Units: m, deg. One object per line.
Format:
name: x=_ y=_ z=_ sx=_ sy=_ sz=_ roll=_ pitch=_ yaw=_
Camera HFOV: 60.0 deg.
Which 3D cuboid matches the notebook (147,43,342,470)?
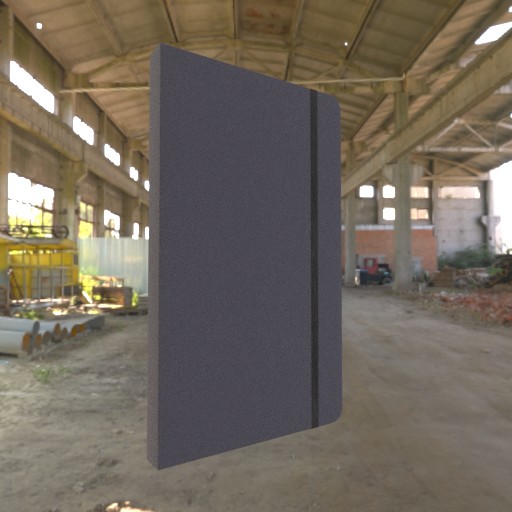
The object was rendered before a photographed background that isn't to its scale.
notebook: x=0.000 y=0.000 z=0.262 sx=0.127 sy=0.213 sz=0.016 roll=1 pitch=-2 yaw=-35
